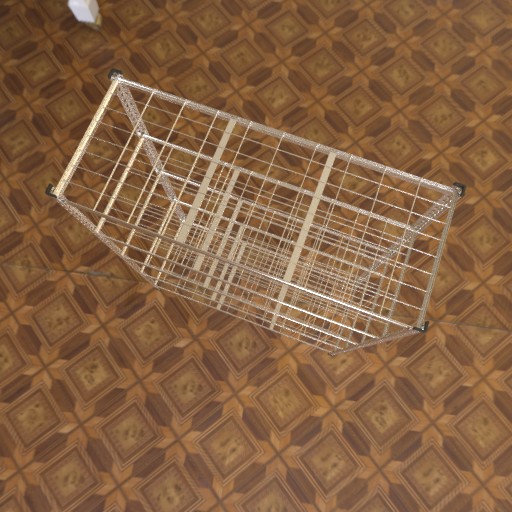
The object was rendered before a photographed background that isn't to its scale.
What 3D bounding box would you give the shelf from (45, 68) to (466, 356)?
[{"bbox_3d":[0.000,0.000,2.674,1.524,1.981,0.610,20,76,5],"label":"shelf"}]
